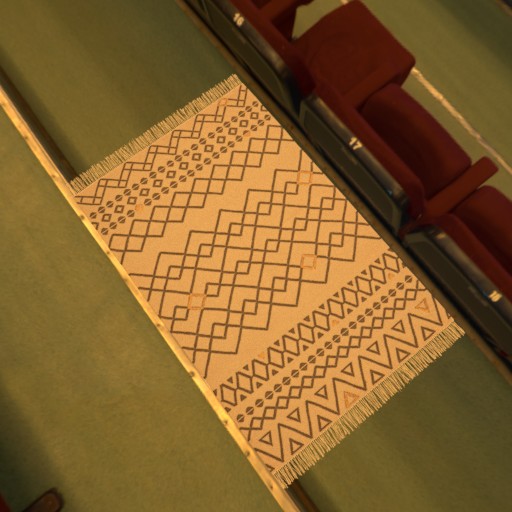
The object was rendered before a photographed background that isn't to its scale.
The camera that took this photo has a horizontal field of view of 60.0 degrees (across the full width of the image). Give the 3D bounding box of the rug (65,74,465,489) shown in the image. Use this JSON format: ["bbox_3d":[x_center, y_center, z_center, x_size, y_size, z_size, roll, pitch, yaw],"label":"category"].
[{"bbox_3d":[0.000,0.000,2.428,1.224,0.028,2.023,-37,78,-9],"label":"rug"}]
